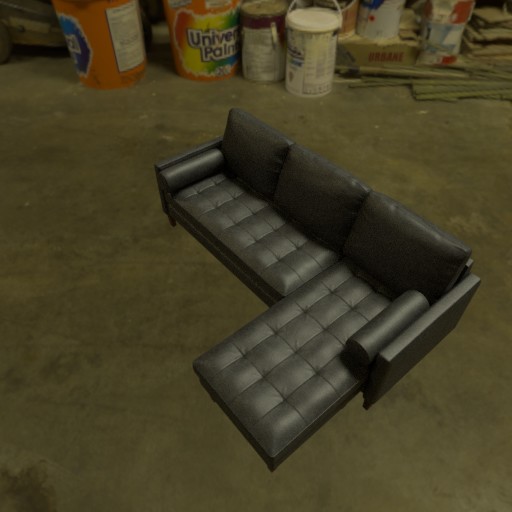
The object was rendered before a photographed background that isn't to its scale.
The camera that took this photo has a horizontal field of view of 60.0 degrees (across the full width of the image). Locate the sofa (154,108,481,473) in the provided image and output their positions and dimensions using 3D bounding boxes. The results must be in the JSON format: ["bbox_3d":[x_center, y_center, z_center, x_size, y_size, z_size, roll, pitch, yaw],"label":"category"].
[{"bbox_3d":[0.000,0.000,2.839,1.497,0.876,2.178,-31,54,-27],"label":"sofa"}]
